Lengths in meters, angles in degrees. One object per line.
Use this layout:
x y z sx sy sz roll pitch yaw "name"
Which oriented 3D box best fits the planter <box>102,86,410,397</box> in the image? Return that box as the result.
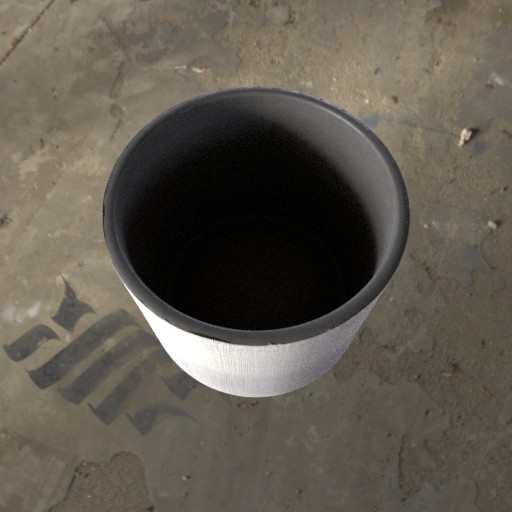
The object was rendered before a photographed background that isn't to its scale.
0.000 0.000 0.458 0.254 0.221 0.254 0 63 0 "planter"
